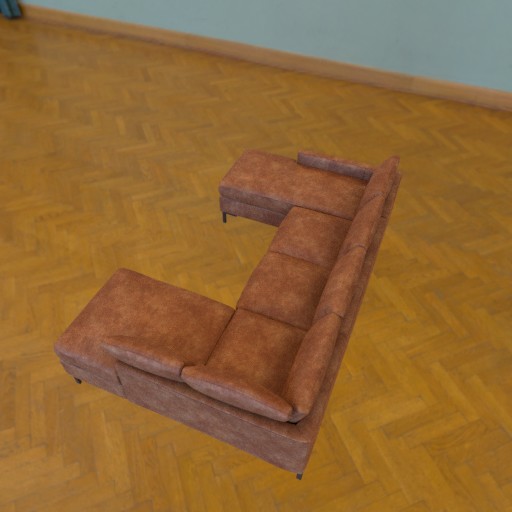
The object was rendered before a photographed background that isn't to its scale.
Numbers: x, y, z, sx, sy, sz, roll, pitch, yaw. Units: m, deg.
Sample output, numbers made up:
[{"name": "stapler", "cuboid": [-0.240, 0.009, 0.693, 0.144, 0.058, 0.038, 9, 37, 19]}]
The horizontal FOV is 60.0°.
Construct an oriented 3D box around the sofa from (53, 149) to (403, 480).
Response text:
[{"name": "sofa", "cuboid": [0.000, 0.000, 3.876, 1.939, 0.900, 2.956, 17, 49, 16]}]
